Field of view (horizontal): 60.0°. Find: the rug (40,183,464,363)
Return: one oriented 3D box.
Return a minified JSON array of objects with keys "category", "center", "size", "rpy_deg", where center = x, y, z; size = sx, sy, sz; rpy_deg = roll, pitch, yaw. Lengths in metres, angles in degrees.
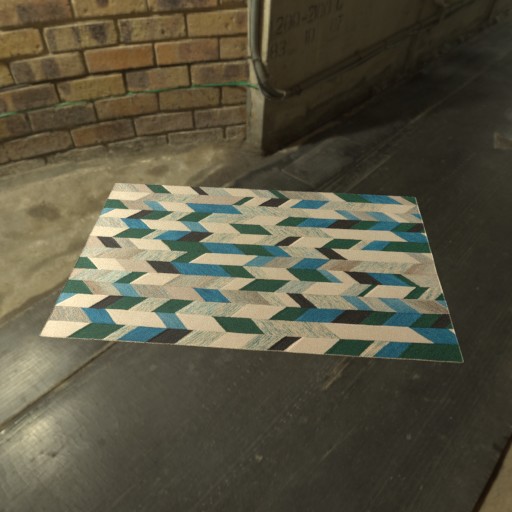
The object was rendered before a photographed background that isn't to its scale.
[{"category":"rug","center":[0.000,0.000,3.053],"size":[2.433,0.007,1.507],"rpy_deg":[3,45,3]}]
